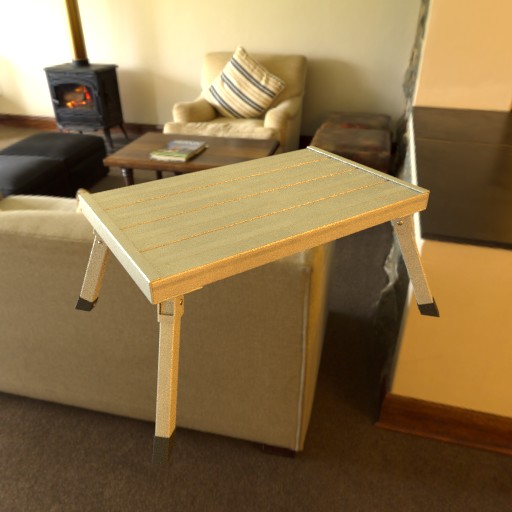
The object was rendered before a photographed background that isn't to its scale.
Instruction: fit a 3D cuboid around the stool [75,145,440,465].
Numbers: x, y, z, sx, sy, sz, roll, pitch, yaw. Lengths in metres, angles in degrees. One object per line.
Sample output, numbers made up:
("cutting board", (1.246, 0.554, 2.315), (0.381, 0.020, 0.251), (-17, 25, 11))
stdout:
("stool", (0.000, 0.000, 0.730), (0.535, 0.225, 0.385), (-19, 35, -28))
